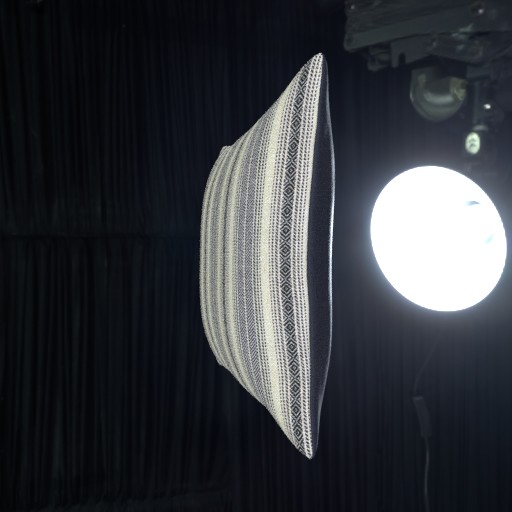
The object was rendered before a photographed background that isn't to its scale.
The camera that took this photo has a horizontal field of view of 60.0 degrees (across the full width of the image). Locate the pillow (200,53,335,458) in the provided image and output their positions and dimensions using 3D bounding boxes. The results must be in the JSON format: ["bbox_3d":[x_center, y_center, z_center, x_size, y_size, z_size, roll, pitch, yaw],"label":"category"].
[{"bbox_3d":[0.000,0.000,0.796,0.166,0.508,0.520,0,0,-17],"label":"pillow"}]
